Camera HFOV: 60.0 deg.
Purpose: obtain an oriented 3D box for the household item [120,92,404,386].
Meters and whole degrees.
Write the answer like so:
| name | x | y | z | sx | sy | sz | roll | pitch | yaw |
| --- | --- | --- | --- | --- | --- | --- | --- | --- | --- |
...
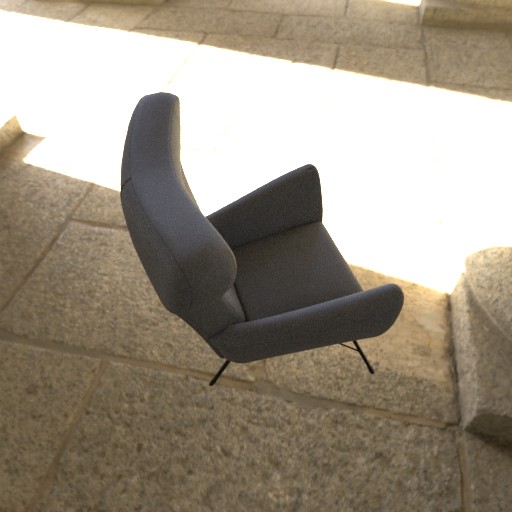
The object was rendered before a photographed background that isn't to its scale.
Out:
| name | x | y | z | sx | sy | sz | roll | pitch | yaw |
| --- | --- | --- | --- | --- | --- | --- | --- | --- | --- |
| household item | 0.000 | 0.000 | 1.782 | 0.900 | 1.050 | 0.980 | -12 | 48 | -11 |
